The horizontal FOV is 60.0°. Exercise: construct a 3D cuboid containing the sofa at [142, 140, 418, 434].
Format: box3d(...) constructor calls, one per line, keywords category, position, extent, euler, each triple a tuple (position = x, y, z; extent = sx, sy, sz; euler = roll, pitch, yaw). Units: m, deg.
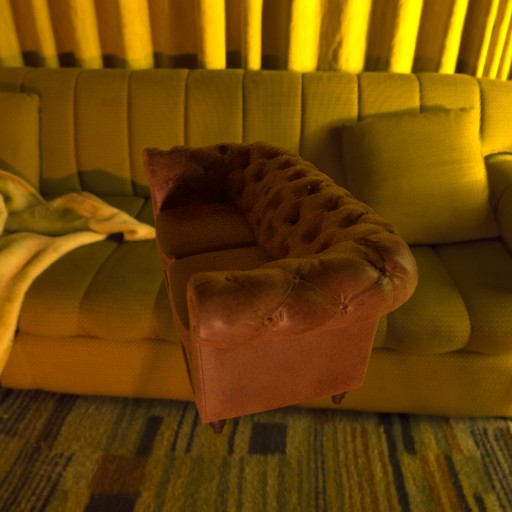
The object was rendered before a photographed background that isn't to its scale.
box3d(category="sofa", position=(0.000, 0.000, 2.508), extent=(1.042, 0.877, 1.979), euler=(-8, 30, -15))
